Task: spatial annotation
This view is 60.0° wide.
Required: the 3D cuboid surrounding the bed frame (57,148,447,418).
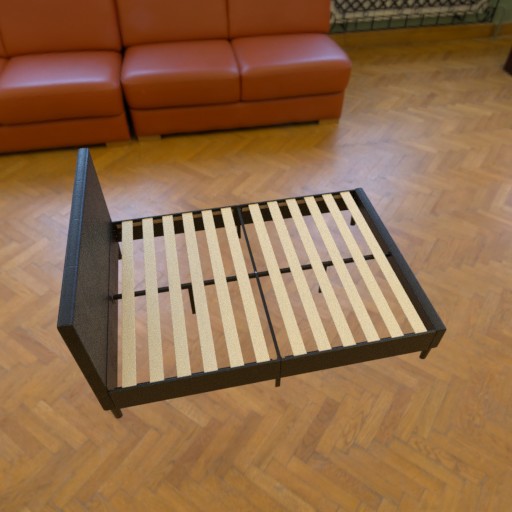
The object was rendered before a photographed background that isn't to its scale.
[{"bbox_3d":[0.000,0.000,3.019,2.152,1.046,1.469,-9,47,-8],"label":"bed frame"}]
